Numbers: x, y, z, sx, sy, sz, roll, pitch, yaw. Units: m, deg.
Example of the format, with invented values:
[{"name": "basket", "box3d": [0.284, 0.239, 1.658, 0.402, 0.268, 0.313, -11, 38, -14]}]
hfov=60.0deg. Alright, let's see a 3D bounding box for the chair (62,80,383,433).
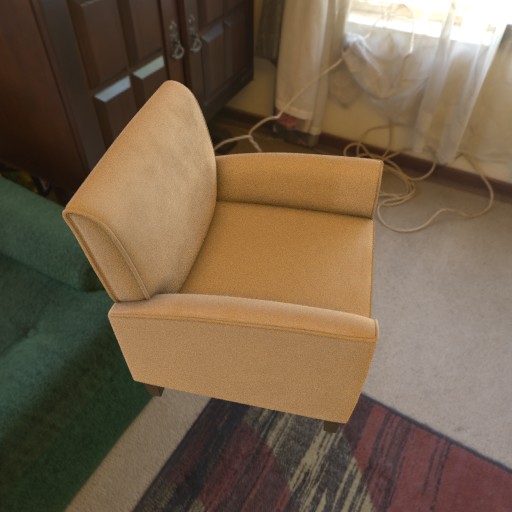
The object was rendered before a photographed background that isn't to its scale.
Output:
[{"name": "chair", "box3d": [0.000, 0.000, 1.568, 0.821, 0.915, 0.820, 9, 47, 8]}]
